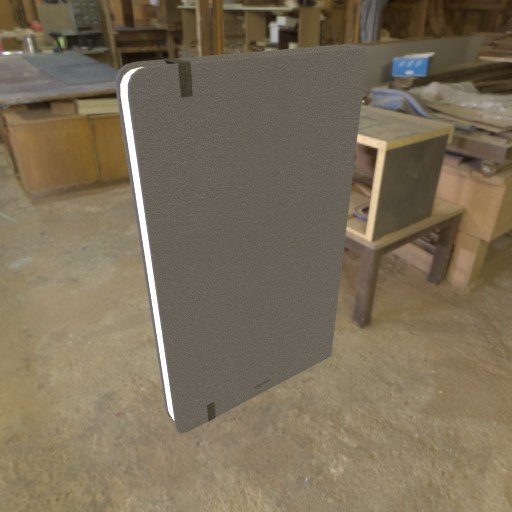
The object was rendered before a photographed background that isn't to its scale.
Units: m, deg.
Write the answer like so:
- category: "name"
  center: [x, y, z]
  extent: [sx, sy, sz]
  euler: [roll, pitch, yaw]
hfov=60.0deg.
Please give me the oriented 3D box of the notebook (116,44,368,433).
- category: "notebook"
  center: [0.000, 0.000, 0.254]
  extent: [0.127, 0.213, 0.016]
  euler: [-19, 36, -28]
